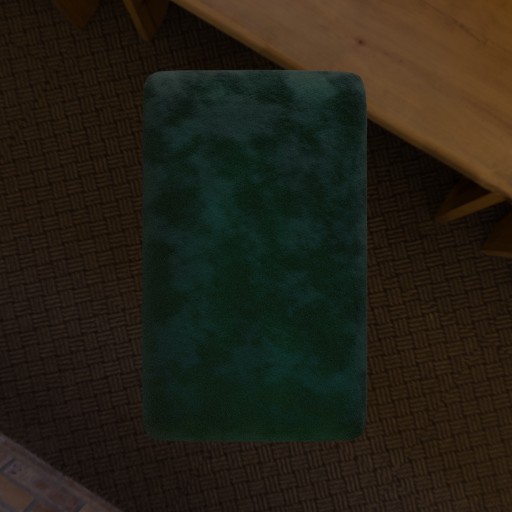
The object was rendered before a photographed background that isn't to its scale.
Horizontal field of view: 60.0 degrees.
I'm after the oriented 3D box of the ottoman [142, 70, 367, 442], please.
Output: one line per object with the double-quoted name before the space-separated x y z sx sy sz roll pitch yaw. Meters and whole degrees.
"ottoman" 0.000 0.000 1.266 0.536 0.533 0.886 0 90 1
